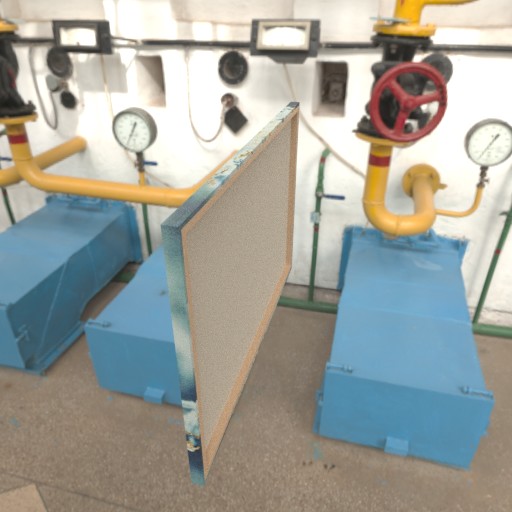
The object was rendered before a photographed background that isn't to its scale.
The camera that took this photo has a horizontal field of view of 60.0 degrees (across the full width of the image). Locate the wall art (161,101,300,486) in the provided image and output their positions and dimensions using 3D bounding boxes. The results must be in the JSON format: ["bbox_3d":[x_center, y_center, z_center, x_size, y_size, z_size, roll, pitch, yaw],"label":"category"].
[{"bbox_3d":[0.000,0.000,1.451,0.035,0.759,1.138,8,31,14],"label":"wall art"}]
